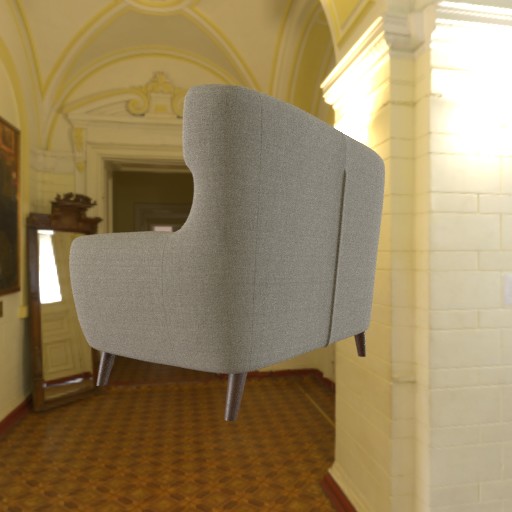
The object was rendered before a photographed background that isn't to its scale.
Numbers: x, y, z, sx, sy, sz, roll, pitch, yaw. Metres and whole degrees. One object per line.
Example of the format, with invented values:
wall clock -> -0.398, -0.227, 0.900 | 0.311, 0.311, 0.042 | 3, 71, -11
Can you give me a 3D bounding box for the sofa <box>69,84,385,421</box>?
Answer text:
sofa -> 0.000, 0.000, 1.998 | 0.884, 1.028, 1.386 | 0, 0, 35
